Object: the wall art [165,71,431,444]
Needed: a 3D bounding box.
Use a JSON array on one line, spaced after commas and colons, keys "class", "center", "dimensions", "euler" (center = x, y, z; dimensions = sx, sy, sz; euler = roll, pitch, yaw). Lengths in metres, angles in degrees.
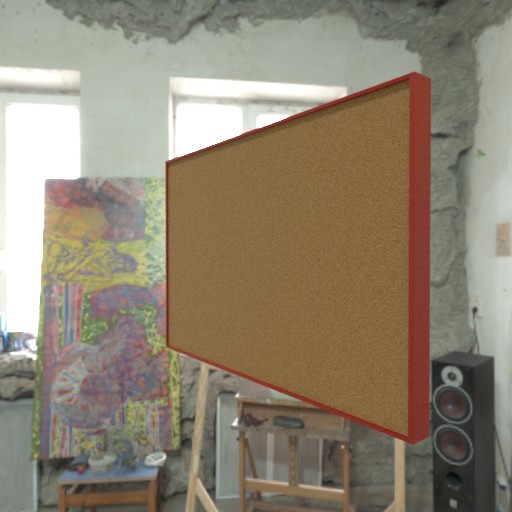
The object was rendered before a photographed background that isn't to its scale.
[{"class": "wall art", "center": [0.000, 0.000, 0.731], "dimensions": [0.033, 0.405, 0.607], "euler": [-1, 1, -37]}]
